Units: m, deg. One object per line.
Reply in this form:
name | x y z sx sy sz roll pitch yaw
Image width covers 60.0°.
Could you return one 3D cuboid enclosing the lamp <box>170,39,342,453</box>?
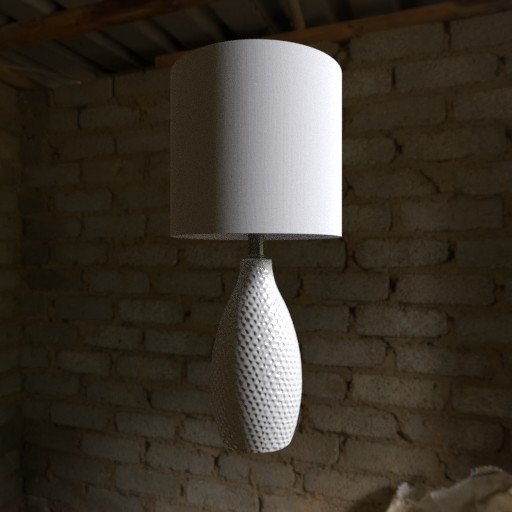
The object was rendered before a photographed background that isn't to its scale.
lamp | 0.000 0.000 0.567 0.214 0.466 0.214 0 0 -19
